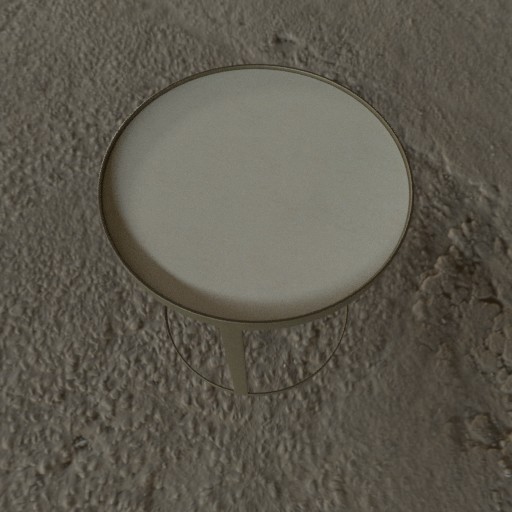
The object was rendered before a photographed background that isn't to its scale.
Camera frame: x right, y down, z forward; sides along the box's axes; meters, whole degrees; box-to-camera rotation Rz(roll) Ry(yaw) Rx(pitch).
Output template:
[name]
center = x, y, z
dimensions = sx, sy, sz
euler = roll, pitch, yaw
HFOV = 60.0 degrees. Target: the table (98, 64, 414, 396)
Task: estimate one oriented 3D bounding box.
[table]
center = 0.000, 0.000, 0.931
dimensions = 0.480, 0.565, 0.480
euler = 0, 63, 0
